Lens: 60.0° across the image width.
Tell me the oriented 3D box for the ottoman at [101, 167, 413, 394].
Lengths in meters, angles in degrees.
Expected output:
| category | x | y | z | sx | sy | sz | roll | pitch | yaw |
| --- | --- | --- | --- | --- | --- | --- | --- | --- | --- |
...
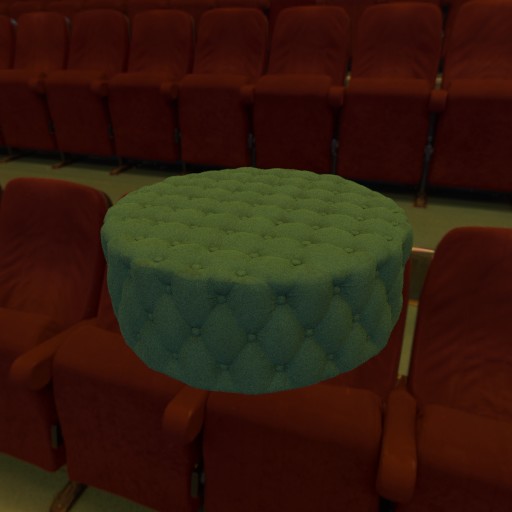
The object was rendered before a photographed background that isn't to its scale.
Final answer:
| category | x | y | z | sx | sy | sz | roll | pitch | yaw |
| --- | --- | --- | --- | --- | --- | --- | --- | --- | --- |
| ottoman | 0.000 | 0.000 | 1.532 | 0.998 | 0.399 | 0.998 | 0 | 26 | 0 |
